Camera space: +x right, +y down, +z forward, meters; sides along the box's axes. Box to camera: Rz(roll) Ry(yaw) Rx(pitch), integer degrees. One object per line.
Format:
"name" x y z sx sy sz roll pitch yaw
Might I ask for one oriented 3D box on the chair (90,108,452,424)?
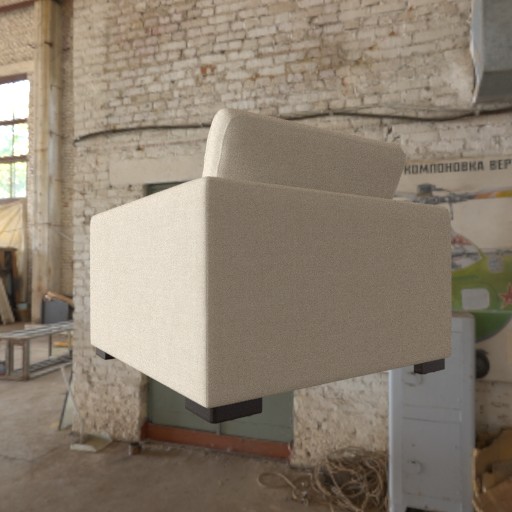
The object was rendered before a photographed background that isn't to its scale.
"chair" 0.000 0.000 1.837 1.070 0.876 1.100 1 -1 -35
